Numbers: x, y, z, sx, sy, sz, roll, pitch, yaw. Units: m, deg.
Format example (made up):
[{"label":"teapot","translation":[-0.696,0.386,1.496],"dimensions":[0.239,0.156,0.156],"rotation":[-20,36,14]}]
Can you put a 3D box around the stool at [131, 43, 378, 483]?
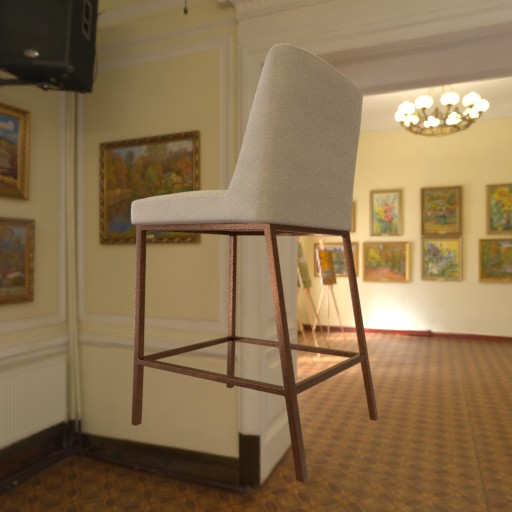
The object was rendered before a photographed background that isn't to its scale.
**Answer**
[{"label":"stool","translation":[0.000,0.000,1.303],"dimensions":[0.576,0.973,0.507],"rotation":[0,0,35]}]
